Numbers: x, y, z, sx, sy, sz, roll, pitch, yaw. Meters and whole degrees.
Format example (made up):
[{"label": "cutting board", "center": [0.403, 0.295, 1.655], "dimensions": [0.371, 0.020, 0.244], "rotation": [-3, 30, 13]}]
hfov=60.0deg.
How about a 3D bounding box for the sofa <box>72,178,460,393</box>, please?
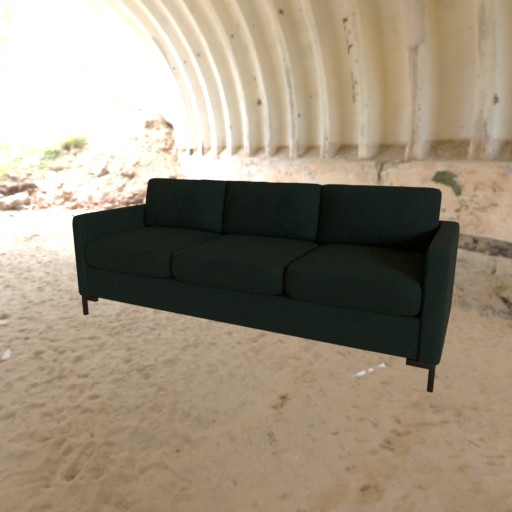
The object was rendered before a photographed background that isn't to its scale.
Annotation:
[{"label": "sofa", "center": [0.000, 0.000, 2.722], "dimensions": [2.218, 0.870, 0.859], "rotation": [7, 15, 26]}]
